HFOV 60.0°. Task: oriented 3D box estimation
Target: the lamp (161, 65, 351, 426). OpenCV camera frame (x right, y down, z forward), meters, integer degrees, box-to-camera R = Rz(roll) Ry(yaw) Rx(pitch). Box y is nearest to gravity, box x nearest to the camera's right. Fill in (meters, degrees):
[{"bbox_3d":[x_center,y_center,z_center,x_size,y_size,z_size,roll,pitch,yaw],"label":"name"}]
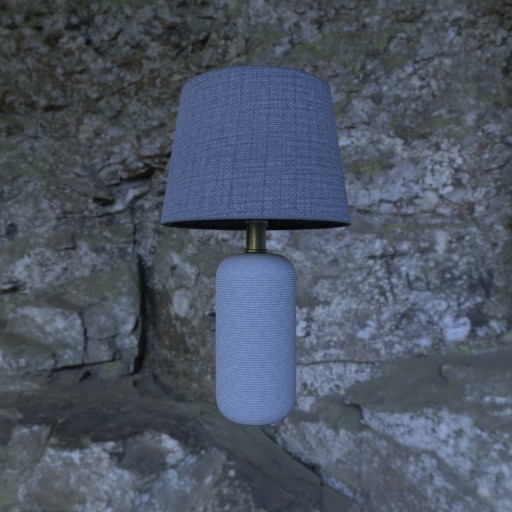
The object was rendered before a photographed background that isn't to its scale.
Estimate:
[{"bbox_3d":[0.000,0.000,0.597,0.251,0.429,0.251,0,0,0],"label":"lamp"}]
